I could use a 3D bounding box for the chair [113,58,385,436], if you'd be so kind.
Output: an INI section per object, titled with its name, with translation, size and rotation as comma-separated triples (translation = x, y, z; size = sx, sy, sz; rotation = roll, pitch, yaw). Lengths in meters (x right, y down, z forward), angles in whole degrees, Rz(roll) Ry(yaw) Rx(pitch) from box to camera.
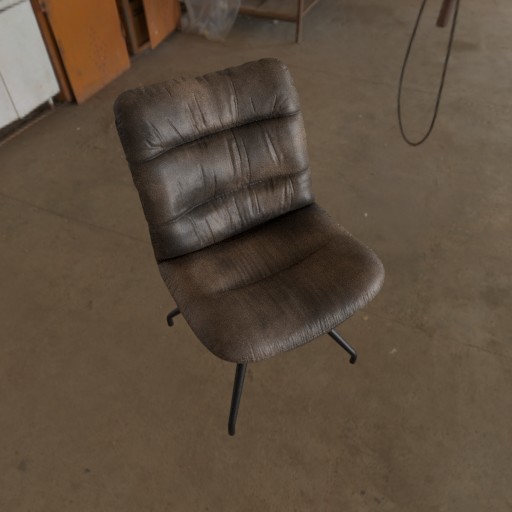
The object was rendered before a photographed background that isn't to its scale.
[chair]
translation = 0.000, 0.000, 1.284
size = 0.549, 0.870, 0.622
rotation = -24, 51, -21
